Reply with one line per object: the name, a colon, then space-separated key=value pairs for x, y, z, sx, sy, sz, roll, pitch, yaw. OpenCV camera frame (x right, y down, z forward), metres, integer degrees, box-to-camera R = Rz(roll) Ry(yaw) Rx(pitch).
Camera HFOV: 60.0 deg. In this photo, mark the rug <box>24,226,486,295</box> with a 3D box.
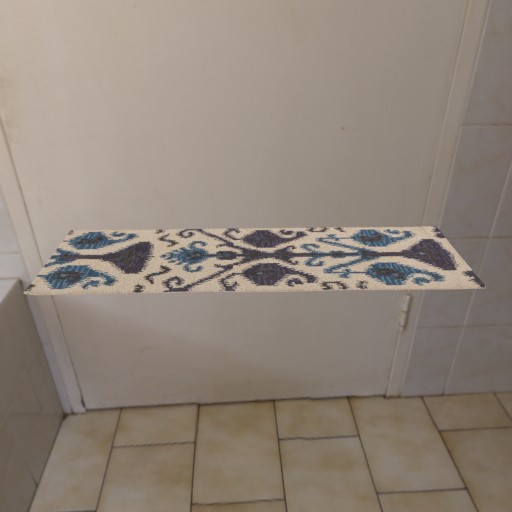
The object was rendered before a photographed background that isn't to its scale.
rug: x=0.000 y=0.000 z=2.492 sx=2.301 sy=0.017 sz=0.692 roll=-1 pitch=30 yaw=-1
